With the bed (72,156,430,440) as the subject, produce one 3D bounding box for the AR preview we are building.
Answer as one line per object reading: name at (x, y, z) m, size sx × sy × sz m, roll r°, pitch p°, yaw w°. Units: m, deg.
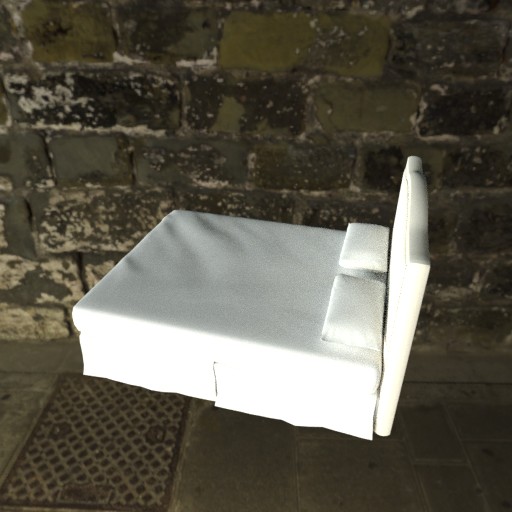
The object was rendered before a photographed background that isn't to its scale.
bed at (0.000, 0.000, 3.469) m, size 2.282 × 1.436 × 1.821 m, roll 9°, pitch 32°, yaw 14°
